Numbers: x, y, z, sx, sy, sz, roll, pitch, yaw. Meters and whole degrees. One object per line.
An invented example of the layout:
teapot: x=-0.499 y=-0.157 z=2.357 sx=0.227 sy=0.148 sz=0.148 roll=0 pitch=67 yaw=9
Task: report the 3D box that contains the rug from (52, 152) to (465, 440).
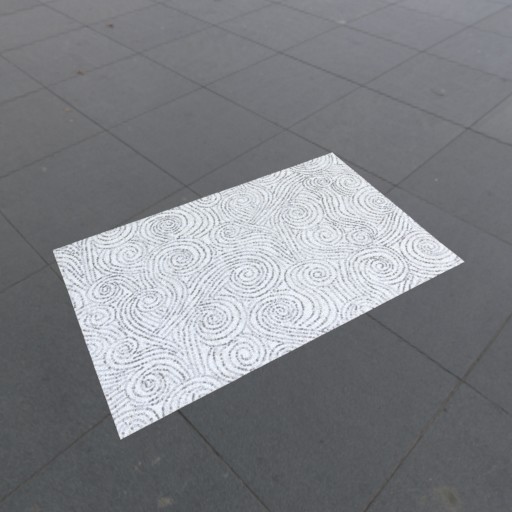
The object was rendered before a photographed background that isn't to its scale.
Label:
rug: x=0.000 y=0.000 z=3.085 sx=2.439 sy=0.005 sz=1.524 roll=-23 pitch=51 yaw=-20
